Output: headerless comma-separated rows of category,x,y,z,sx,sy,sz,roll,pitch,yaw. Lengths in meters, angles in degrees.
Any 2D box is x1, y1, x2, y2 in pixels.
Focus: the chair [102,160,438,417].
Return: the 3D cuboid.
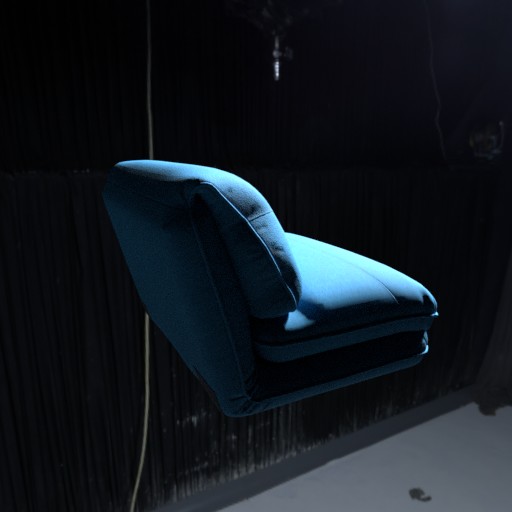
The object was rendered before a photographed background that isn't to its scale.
chair,0.000,0.000,1.379,0.780,0.580,0.820,-7,16,-26
